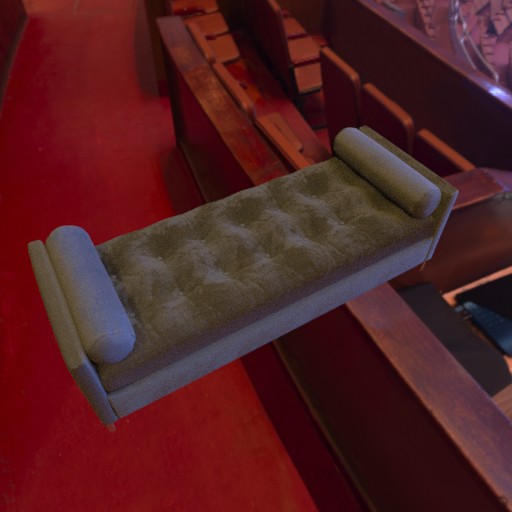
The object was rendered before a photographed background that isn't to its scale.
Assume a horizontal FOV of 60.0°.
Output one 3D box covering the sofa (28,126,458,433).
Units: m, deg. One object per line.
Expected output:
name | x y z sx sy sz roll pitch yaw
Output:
sofa | 0.000 0.000 2.447 2.102 0.705 0.796 -23 51 -20
